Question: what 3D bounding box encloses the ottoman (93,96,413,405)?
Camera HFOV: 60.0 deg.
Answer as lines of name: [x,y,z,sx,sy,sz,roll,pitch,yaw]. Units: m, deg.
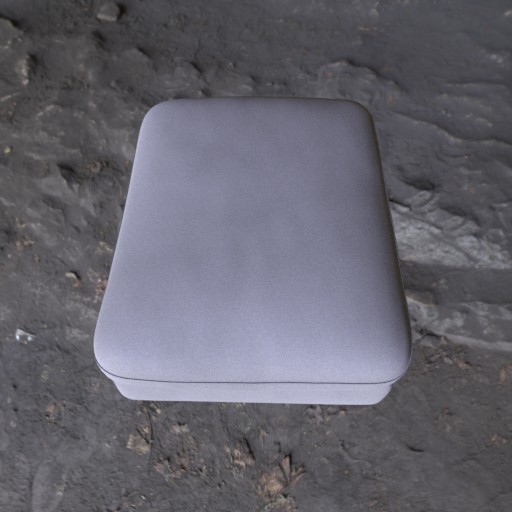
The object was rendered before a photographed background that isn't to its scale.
ottoman: [0.000,0.000,1.107,0.593,0.478,0.747,0,58,0]
